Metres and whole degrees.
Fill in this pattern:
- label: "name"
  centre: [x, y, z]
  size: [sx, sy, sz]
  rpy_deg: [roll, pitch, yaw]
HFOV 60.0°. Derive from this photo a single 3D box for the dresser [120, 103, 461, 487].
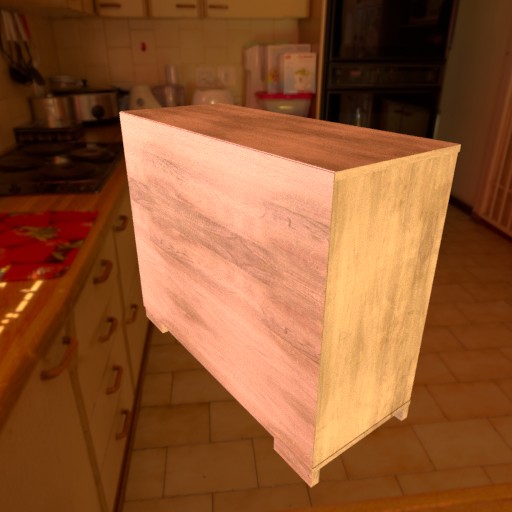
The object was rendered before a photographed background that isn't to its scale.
- label: "dresser"
  centre: [0.000, 0.000, 1.417]
  size: [0.404, 0.816, 0.994]
  rpy_deg: [-18, 31, -33]
